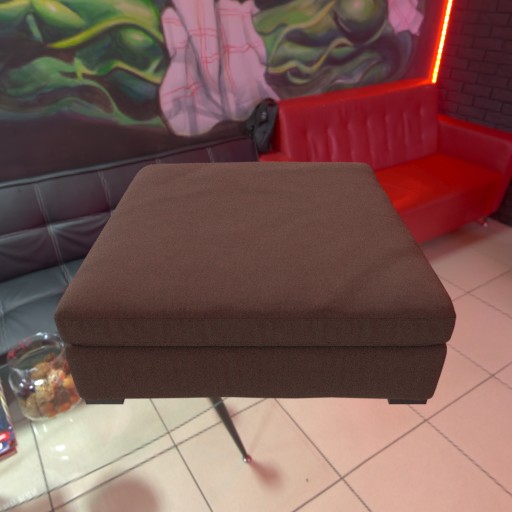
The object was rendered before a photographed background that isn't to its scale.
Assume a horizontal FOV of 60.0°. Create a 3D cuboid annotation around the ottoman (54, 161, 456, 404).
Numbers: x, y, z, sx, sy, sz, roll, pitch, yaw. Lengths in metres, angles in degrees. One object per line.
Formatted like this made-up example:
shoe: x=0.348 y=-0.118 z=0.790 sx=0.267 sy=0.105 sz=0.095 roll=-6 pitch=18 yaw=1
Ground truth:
ottoman: x=0.000 y=0.000 z=1.822 sx=1.181 sy=0.470 sz=1.181 roll=0 pitch=32 yaw=0
